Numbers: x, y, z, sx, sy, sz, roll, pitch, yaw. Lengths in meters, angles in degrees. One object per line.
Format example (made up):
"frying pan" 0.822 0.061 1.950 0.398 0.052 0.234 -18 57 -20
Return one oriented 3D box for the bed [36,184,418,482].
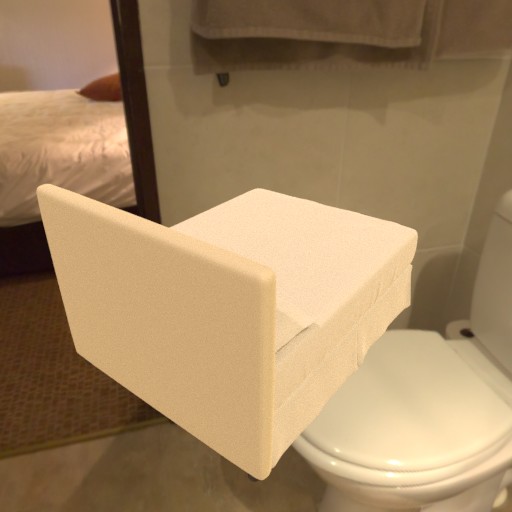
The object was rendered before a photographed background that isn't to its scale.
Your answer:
"bed" 0.000 0.000 3.163 1.714 1.330 2.147 20 35 32
